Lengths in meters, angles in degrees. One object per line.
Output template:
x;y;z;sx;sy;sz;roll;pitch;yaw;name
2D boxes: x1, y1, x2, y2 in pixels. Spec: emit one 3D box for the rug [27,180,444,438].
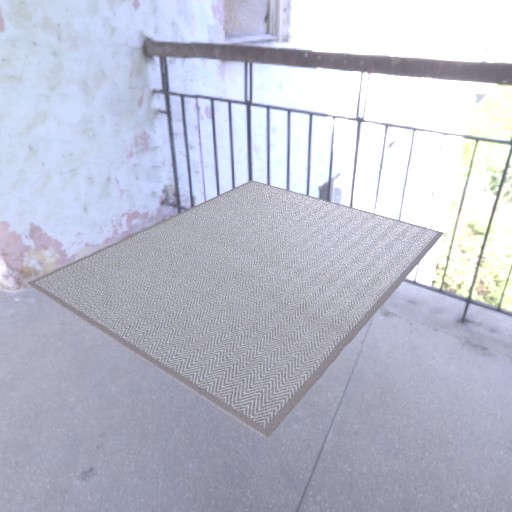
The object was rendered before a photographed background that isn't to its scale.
0.000;0.000;4.018;2.434;0.032;3.007;21;36;32;rug
